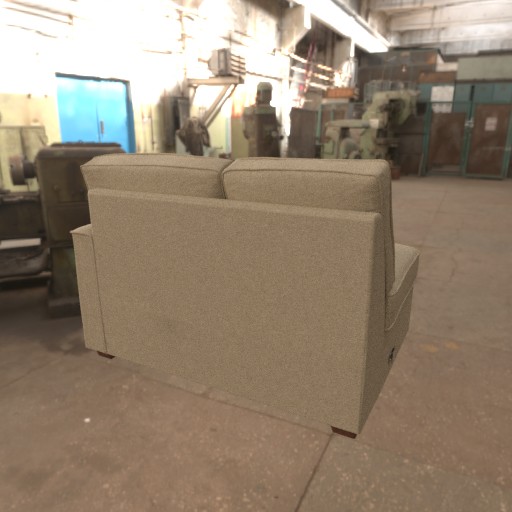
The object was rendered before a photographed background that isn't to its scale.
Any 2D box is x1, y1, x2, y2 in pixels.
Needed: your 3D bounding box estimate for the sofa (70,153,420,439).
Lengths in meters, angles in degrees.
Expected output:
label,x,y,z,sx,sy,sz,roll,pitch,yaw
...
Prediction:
label,x,y,z,sx,sy,sz,roll,pitch,yaw
sofa,0.000,0.000,2.122,1.388,0.989,0.991,9,18,27
